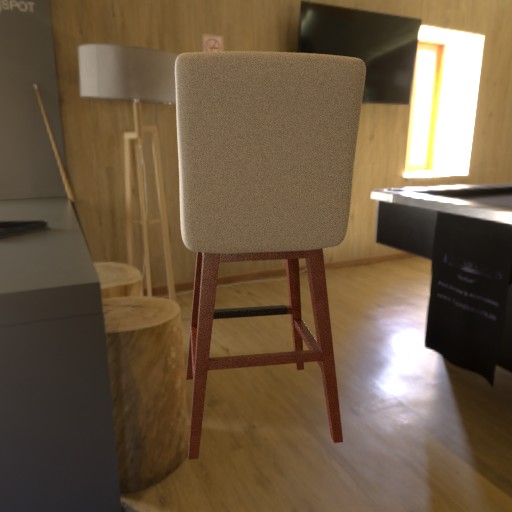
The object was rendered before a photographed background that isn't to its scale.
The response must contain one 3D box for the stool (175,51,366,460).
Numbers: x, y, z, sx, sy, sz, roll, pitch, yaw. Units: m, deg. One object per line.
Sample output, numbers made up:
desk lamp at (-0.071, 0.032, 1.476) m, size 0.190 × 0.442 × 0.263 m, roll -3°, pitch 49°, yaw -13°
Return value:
stool at (0.000, 0.000, 1.390) m, size 0.470 × 1.092 × 0.559 m, roll -2°, pitch 15°, yaw -9°
